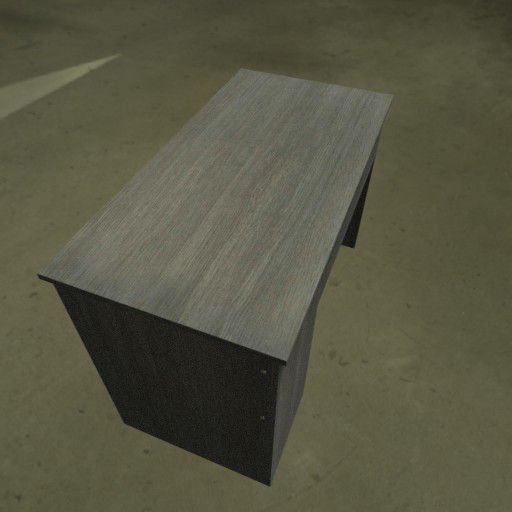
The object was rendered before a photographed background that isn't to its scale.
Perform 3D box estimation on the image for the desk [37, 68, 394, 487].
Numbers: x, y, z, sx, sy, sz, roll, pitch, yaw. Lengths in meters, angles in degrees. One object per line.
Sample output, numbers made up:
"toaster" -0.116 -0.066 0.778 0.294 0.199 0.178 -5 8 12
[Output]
"desk" 0.000 0.000 1.478 0.560 0.730 1.096 16 48 15
